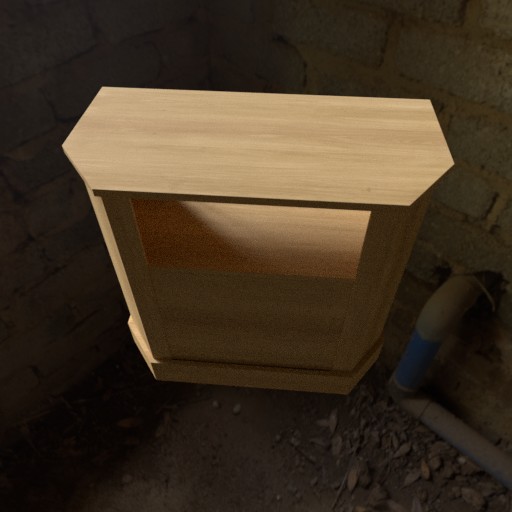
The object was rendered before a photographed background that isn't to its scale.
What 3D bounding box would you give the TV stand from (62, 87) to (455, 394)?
[{"bbox_3d":[0.000,0.000,1.287,0.851,0.781,0.425,3,47,3],"label":"TV stand"}]
